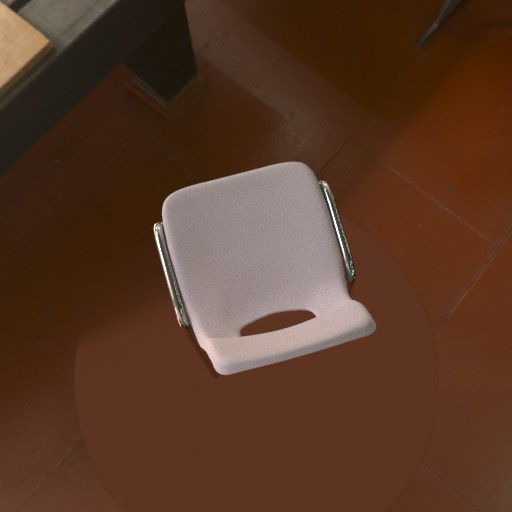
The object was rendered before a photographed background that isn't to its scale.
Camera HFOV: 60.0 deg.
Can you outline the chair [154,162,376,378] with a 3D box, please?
[{"bbox_3d":[0.000,0.000,0.918,0.381,0.653,0.436,-15,77,-4],"label":"chair"}]
